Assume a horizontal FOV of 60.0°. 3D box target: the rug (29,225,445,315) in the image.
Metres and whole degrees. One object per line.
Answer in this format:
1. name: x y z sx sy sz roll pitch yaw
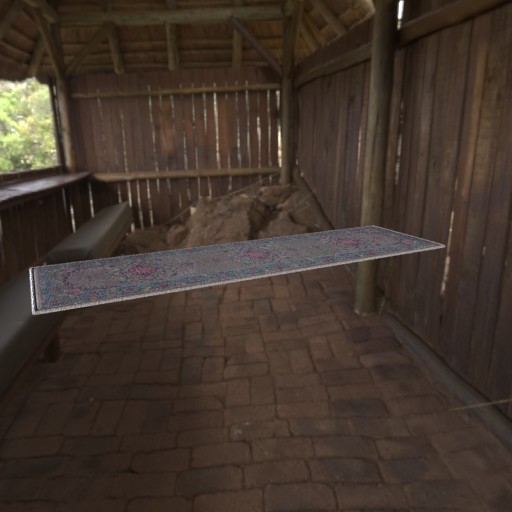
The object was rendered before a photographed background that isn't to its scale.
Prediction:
1. rug: 0.000 0.000 2.513 2.297 0.019 0.659 -8 18 -26
